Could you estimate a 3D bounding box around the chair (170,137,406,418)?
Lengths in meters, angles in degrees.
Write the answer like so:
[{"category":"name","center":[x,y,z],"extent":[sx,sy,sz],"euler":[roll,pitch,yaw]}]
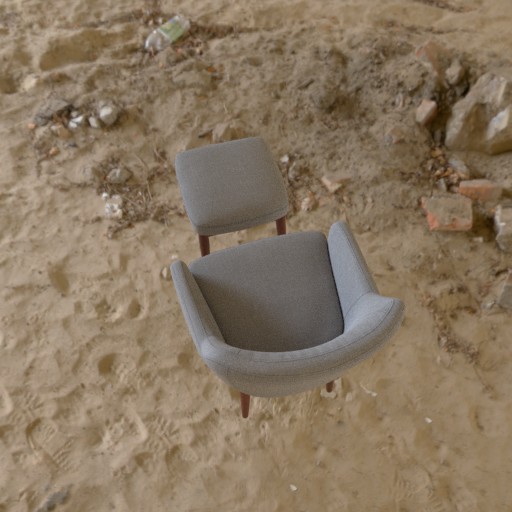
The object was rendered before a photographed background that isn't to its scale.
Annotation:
[{"category":"chair","center":[0.000,0.000,1.560],"extent":[0.584,0.799,1.107],"euler":[-14,60,-8]}]
